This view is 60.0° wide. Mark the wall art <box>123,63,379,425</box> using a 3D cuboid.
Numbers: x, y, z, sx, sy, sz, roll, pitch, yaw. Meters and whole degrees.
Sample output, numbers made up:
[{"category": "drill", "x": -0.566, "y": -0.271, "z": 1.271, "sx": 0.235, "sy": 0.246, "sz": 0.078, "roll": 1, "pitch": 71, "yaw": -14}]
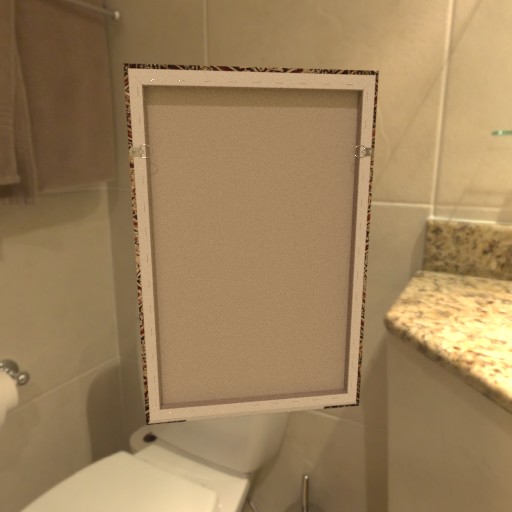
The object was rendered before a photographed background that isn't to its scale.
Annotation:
[{"category": "wall art", "x": 0.000, "y": 0.000, "z": 0.756, "sx": 0.397, "sy": 0.599, "sz": 0.020, "roll": -2, "pitch": 13, "yaw": -9}]
